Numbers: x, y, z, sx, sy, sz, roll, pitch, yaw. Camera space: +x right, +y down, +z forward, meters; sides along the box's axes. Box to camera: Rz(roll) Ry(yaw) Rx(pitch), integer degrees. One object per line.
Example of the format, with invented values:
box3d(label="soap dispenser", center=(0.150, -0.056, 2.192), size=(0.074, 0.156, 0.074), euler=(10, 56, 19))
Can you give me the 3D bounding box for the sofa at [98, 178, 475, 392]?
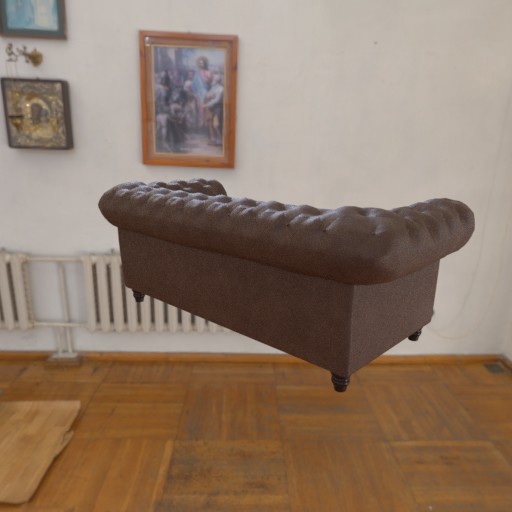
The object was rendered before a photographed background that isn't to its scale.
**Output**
box3d(label="sofa", center=(0.000, 0.000, 2.531), size=(2.048, 0.784, 0.955), euler=(13, 19, 42))
